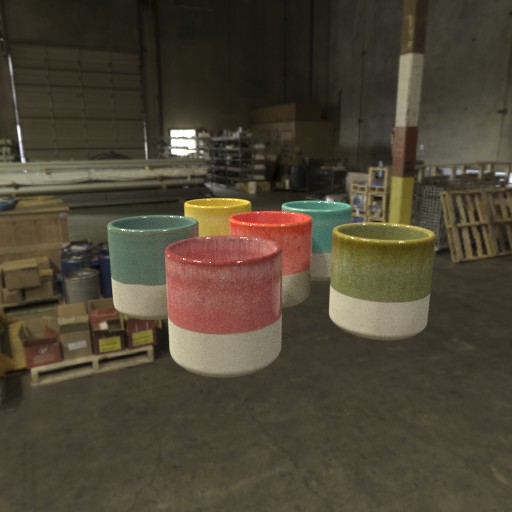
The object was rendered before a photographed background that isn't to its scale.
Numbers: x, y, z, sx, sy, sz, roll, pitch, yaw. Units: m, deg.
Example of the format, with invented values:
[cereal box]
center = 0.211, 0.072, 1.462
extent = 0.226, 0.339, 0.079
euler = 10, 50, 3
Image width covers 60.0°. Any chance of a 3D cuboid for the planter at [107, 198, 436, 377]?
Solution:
[planter]
center = 0.000, 0.000, 0.413
extent = 0.257, 0.075, 0.286
euler = -7, 16, -26
